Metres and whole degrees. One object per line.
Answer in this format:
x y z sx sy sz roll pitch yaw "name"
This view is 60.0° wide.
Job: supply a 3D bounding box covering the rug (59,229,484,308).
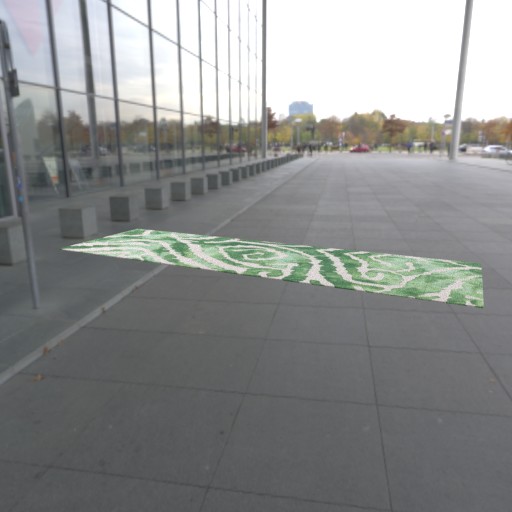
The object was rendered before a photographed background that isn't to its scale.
0.000 0.000 2.665 2.438 0.006 0.761 7 16 25 "rug"
